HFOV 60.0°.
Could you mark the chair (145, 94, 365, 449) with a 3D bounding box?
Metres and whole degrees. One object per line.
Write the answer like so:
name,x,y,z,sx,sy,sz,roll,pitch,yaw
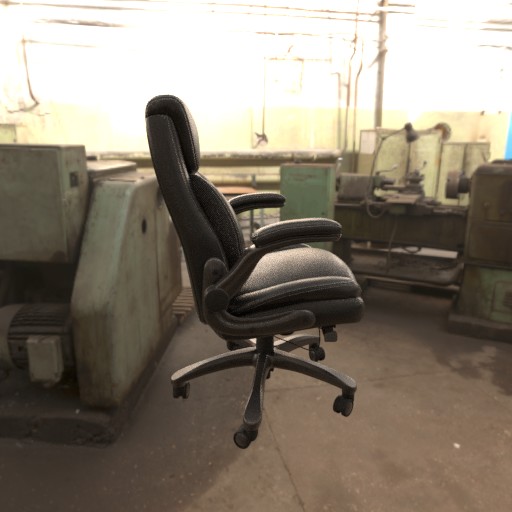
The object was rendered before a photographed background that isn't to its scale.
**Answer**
chair,0.000,0.000,1.650,0.724,1.110,0.782,-2,15,-10
